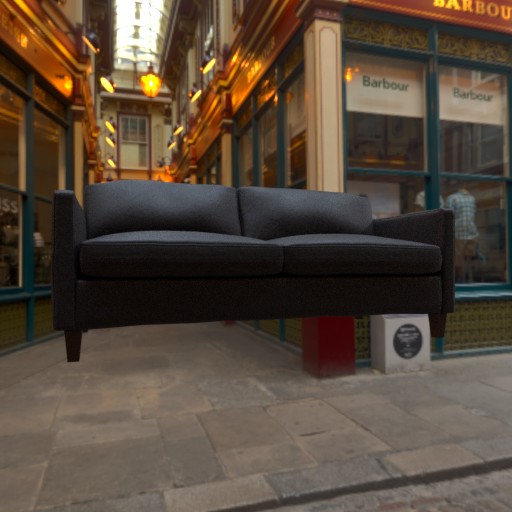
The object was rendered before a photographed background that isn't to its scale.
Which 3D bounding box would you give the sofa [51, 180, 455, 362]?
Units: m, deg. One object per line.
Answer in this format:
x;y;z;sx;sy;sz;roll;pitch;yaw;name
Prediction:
0.000;0.000;2.423;1.971;0.863;0.933;0;-1;-18;sofa
